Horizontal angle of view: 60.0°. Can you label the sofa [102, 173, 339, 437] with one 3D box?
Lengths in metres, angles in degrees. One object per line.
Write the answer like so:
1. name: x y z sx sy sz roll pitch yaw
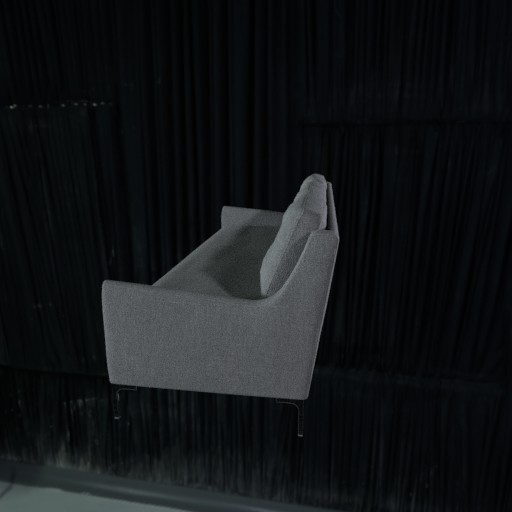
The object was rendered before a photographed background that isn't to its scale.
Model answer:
1. sofa: 0.000 0.000 2.537 0.849 0.837 2.060 2 14 8
